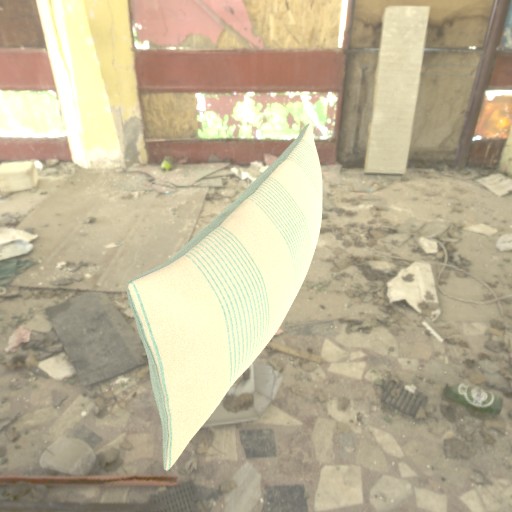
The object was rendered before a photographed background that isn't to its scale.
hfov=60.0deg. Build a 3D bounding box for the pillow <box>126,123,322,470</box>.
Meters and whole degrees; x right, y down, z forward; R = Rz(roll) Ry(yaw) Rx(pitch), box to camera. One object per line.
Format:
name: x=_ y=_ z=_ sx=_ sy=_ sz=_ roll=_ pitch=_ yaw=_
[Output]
pillow: x=0.000 y=0.000 z=0.721 sx=0.151 sy=0.287 sz=0.610 roll=12 pitch=34 yaw=19
